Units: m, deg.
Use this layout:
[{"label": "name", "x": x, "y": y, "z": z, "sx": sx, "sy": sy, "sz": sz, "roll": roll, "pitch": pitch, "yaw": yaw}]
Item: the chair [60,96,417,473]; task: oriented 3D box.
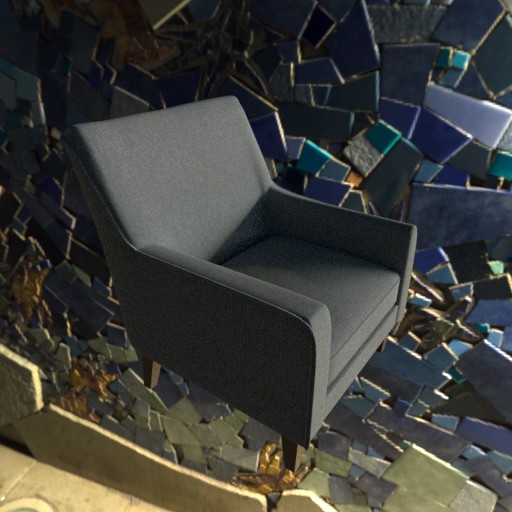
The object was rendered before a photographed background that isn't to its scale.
[{"label": "chair", "x": 0.000, "y": 0.000, "z": 1.552, "sx": 0.899, "sy": 0.919, "sz": 0.780, "roll": 19, "pitch": 33, "yaw": 31}]
